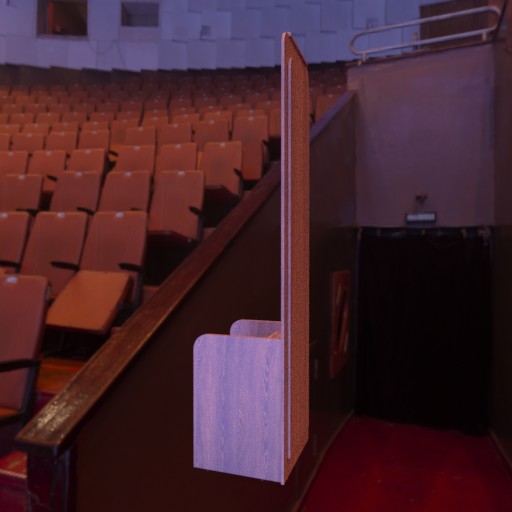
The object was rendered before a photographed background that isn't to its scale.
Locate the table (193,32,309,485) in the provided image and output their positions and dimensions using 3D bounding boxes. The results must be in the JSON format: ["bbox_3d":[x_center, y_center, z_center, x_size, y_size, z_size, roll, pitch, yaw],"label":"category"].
[{"bbox_3d":[0.000,0.000,2.031,0.420,1.830,0.450,0,1,19],"label":"table"}]
